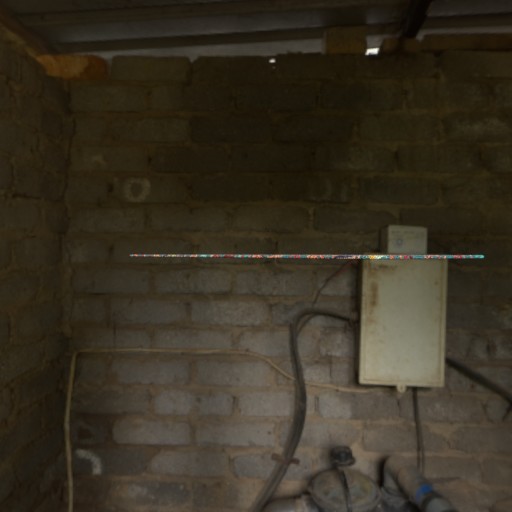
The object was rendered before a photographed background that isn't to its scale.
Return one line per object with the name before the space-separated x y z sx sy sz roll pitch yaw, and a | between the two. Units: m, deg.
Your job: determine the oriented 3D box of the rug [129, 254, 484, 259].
rug | 0.000 0.000 2.539 0.686 0.013 2.286 0 0 -36
